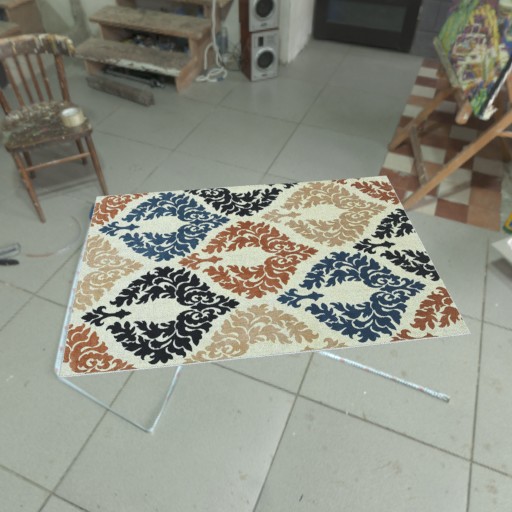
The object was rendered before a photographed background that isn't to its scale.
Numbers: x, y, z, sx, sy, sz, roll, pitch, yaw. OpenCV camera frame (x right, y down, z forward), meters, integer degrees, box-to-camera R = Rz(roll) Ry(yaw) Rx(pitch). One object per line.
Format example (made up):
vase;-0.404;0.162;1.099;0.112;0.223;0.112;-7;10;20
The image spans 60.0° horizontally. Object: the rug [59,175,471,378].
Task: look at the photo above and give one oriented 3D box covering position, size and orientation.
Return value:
rug;0.000;0.000;2.931;2.275;0.014;1.514;-5;47;-5
